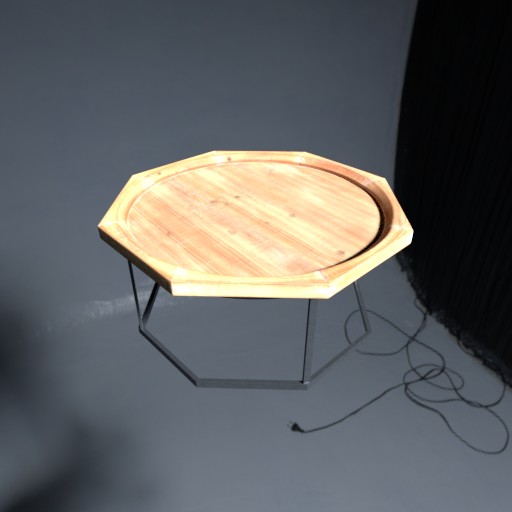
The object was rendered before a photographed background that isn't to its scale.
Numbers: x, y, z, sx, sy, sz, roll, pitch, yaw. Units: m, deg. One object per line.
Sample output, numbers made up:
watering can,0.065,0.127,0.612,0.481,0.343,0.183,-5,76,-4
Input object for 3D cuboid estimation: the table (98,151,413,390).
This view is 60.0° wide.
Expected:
table,0.000,0.000,1.579,1.002,0.444,1.002,0,33,0
